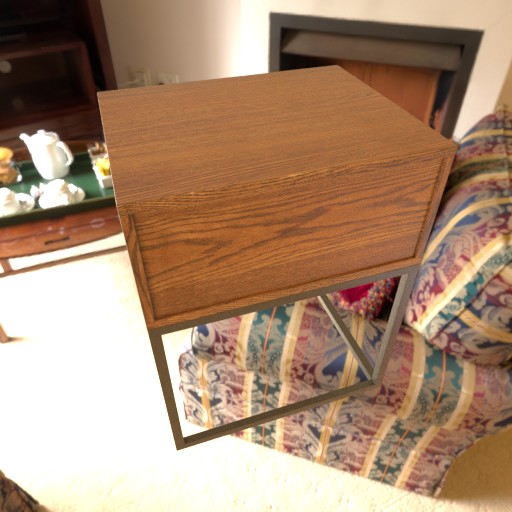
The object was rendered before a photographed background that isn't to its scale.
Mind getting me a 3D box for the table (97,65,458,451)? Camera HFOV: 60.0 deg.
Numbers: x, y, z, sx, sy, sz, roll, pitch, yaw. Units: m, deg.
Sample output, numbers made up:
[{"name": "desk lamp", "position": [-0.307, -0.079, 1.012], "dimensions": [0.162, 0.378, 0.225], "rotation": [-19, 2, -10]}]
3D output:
[{"name": "table", "position": [0.000, 0.000, 0.923], "dimensions": [0.482, 0.610, 0.400], "rotation": [-12, 42, -14]}]
